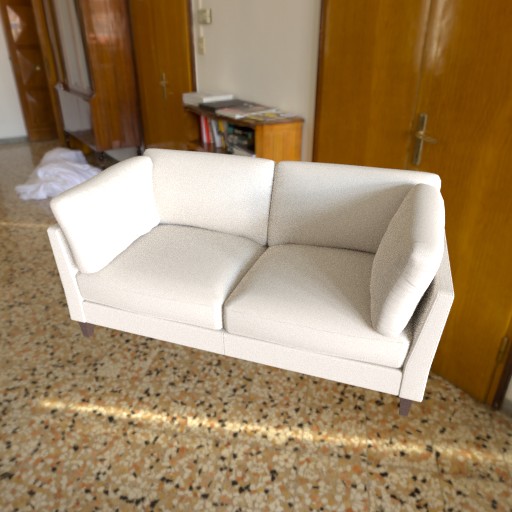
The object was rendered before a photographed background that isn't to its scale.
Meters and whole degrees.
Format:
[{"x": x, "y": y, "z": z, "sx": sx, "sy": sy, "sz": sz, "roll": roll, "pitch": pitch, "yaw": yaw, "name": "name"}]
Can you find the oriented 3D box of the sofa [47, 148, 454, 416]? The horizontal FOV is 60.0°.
[{"x": 0.000, "y": 0.000, "z": 2.264, "sx": 1.776, "sy": 0.836, "sz": 0.970, "roll": 9, "pitch": 28, "yaw": 17, "name": "sofa"}]
